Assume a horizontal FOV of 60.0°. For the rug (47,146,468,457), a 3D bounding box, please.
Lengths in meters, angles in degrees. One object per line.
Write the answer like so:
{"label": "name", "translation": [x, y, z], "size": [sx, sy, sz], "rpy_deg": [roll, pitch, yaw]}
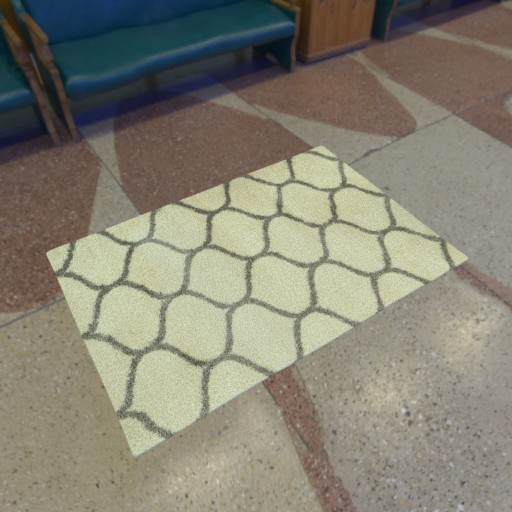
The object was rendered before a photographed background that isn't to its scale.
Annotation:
{"label": "rug", "translation": [0.000, 0.000, 3.395], "size": [2.701, 0.026, 1.801], "rpy_deg": [-25, 52, -21]}
